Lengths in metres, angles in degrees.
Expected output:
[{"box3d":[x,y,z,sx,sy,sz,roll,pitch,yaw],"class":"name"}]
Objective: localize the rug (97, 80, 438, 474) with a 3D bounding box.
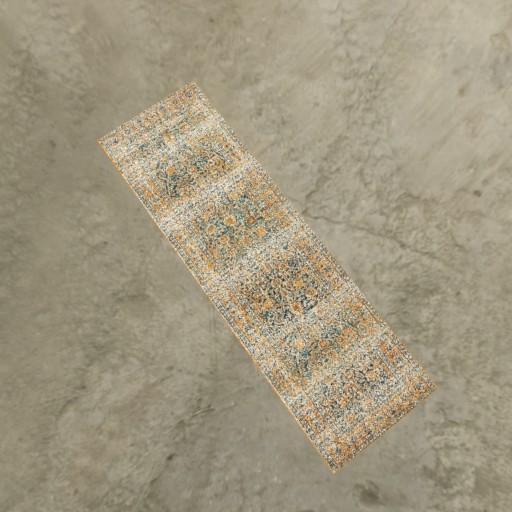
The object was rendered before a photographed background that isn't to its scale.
[{"box3d":[0.000,0.000,2.500,0.704,0.014,2.294,-35,79,-8],"class":"rug"}]
